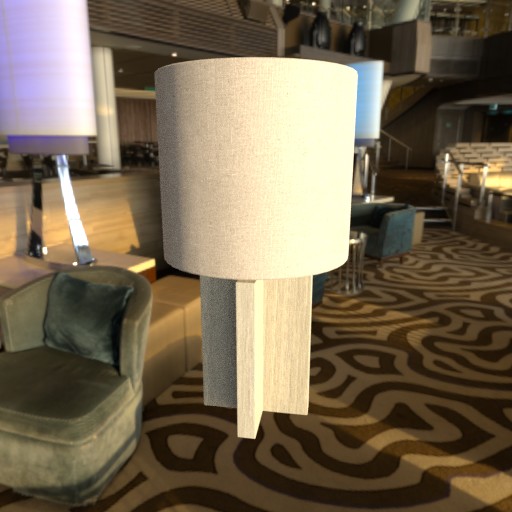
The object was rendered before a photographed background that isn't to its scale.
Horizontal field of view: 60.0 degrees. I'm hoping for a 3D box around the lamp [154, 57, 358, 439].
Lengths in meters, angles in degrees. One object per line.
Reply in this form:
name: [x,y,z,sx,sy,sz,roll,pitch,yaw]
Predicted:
lamp: [0.000,0.000,0.562,0.229,0.428,0.229,2,15,9]
